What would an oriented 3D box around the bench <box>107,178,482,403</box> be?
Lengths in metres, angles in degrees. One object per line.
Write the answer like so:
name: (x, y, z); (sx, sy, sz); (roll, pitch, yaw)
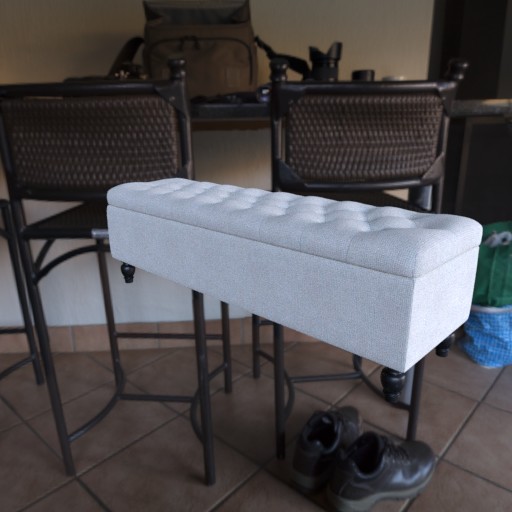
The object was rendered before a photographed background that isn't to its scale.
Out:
bench: (0.000, 0.000, 1.717); (1.480, 0.467, 0.455); (15, 23, 42)
